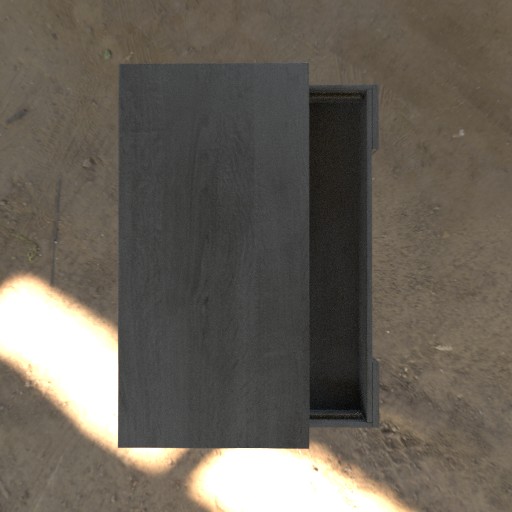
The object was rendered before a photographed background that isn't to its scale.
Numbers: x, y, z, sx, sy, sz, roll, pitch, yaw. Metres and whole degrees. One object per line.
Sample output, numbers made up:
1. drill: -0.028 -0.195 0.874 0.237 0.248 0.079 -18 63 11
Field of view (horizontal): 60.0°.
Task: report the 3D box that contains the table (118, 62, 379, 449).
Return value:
1. table: 0.000 0.000 1.432 0.711 0.570 1.000 0 90 1
